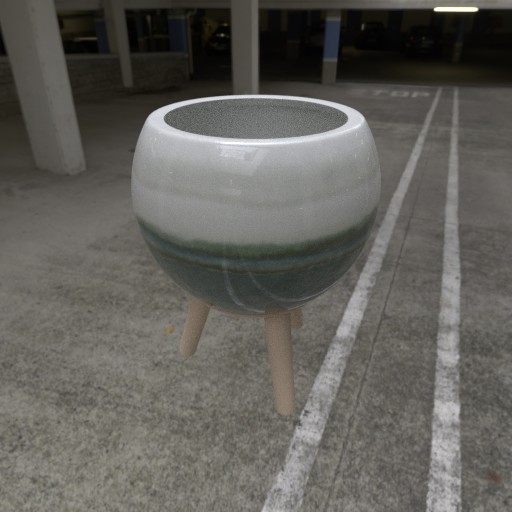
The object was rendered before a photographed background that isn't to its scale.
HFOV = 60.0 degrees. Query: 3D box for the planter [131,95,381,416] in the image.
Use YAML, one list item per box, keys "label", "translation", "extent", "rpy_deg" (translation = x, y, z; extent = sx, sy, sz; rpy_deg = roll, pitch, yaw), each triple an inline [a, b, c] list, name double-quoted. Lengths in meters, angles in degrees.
- label: "planter"
  translation: [0.000, 0.000, 0.444]
  extent: [0.222, 0.278, 0.222]
  rpy_deg: [0, 30, 0]
